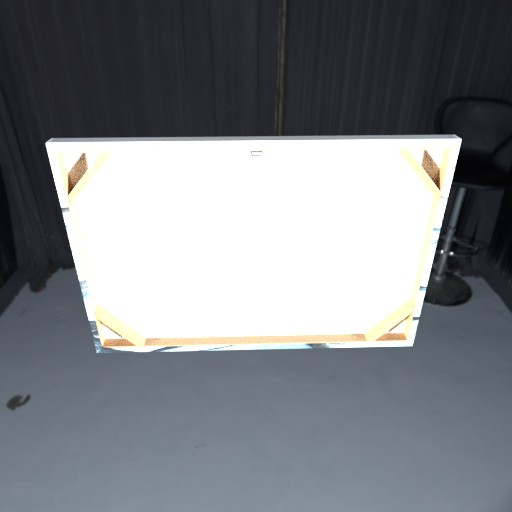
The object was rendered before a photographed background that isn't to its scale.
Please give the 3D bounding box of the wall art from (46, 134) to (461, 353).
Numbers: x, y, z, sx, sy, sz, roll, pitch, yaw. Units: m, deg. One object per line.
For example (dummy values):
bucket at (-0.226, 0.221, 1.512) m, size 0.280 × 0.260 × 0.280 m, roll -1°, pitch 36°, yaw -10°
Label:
wall art at (0.000, 0.000, 1.142) m, size 0.914 × 0.609 × 0.039 m, roll -1°, pitch 31°, yaw -2°
